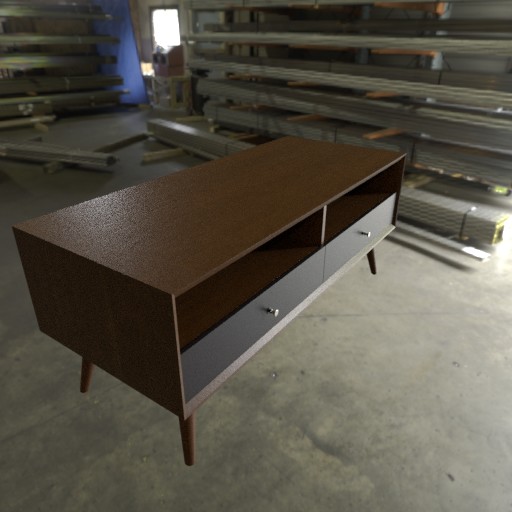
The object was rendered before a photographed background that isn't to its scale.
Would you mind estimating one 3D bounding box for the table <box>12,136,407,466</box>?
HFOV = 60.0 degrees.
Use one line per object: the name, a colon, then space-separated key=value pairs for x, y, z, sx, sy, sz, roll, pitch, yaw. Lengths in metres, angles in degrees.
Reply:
table: x=0.000 y=0.000 z=1.335 sx=0.490 sy=0.464 sz=1.119 roll=18 pitch=32 yaw=31
